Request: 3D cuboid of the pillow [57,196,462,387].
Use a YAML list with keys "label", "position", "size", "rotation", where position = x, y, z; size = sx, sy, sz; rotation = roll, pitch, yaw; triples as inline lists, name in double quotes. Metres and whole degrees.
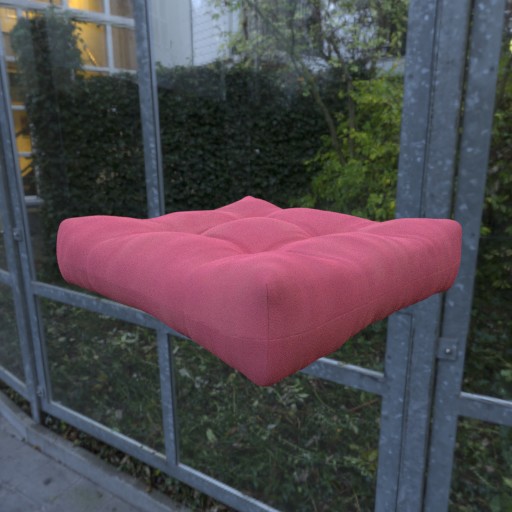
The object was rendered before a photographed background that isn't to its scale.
- label: "pillow"
  position: [0.000, 0.000, 0.714]
  size: [0.490, 0.128, 0.468]
  rotation: [13, 19, 43]
